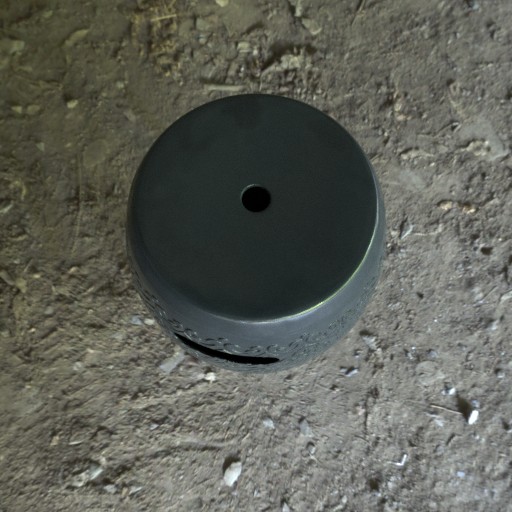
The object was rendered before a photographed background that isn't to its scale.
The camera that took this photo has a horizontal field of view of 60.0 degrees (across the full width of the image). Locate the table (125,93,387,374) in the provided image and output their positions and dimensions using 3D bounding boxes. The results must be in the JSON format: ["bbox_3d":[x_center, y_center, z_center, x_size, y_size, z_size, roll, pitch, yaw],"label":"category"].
[{"bbox_3d":[0.000,0.000,0.602,0.309,0.397,0.309,0,74,0],"label":"table"}]
